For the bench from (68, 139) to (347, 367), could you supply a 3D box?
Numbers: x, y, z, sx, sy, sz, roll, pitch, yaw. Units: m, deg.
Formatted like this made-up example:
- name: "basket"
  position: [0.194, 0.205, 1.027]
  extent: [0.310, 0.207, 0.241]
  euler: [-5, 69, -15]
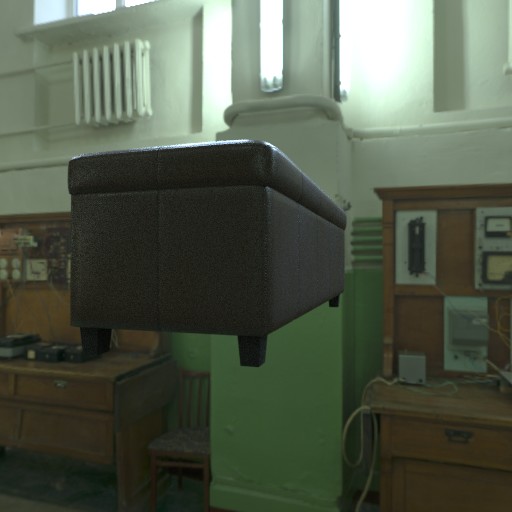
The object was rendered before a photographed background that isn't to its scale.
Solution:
- name: "bench"
  position: [0.000, 0.000, 1.402]
  extent: [0.450, 0.417, 1.219]
  euler: [0, -1, 18]
